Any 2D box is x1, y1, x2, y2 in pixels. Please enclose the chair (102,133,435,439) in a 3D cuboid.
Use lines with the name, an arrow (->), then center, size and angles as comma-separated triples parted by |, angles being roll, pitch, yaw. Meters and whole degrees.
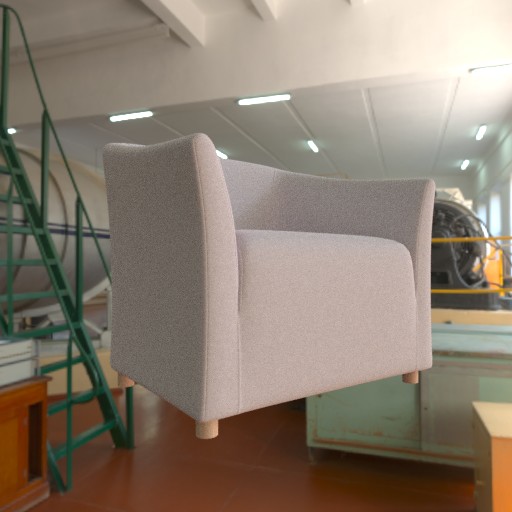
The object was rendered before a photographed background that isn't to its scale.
chair -> 0.000, 0.000, 1.309 | 0.790, 0.720, 0.700 | 1, -1, -36
